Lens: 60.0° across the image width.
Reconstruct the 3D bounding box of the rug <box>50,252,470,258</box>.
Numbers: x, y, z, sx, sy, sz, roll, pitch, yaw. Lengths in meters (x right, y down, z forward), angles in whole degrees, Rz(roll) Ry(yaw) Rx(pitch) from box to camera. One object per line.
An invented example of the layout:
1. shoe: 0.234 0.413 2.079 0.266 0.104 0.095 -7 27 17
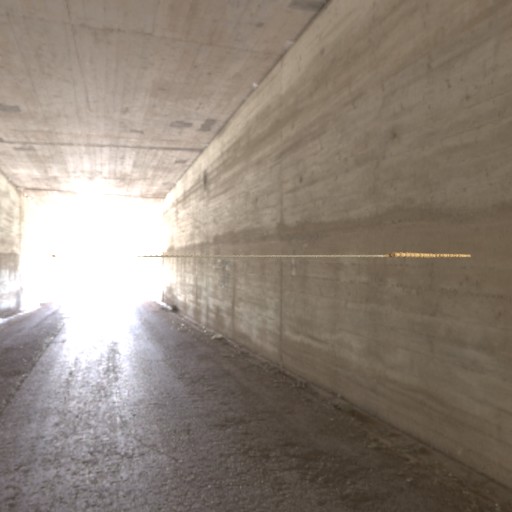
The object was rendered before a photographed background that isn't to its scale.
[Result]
1. rug: 0.000 0.000 3.010 2.433 0.022 1.556 0 0 35
